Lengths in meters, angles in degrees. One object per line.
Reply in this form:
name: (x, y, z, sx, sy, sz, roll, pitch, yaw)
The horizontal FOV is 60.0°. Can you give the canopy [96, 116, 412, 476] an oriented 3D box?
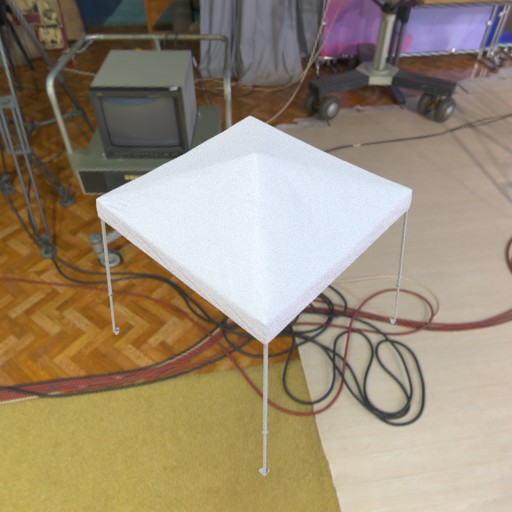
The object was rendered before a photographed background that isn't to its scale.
canopy: (0.000, 0.000, 5.277, 2.850, 2.850, 2.849, 33, 54, 28)
